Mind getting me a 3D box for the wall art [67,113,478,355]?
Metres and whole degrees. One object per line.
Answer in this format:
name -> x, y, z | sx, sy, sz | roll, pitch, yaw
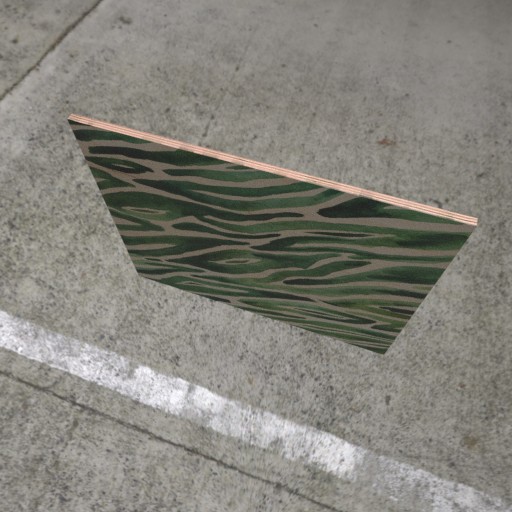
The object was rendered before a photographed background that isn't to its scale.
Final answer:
wall art -> 0.000, 0.000, 0.697 | 0.508, 0.408, 0.012 | 17, 60, 10
